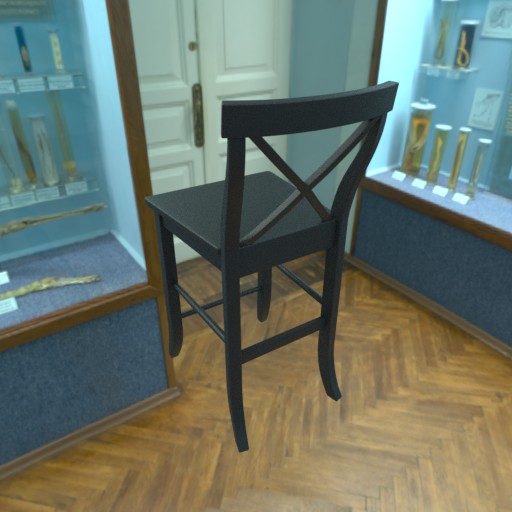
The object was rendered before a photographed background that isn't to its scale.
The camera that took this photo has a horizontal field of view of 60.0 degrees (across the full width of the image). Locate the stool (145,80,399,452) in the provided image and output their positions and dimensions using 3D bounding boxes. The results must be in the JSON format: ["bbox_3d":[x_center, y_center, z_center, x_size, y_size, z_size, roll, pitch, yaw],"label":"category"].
[{"bbox_3d":[0.000,0.000,1.299,0.452,0.989,0.559,-18,34,-27],"label":"stool"}]
